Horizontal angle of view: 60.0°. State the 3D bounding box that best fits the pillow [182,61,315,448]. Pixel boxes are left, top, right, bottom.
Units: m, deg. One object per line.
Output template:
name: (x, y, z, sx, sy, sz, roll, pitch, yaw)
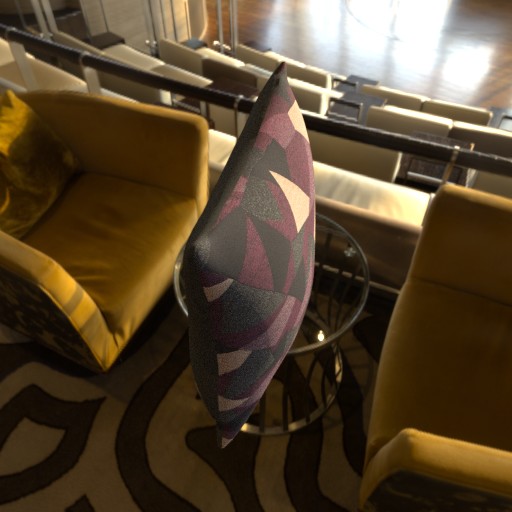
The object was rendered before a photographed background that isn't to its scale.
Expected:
pillow: (0.000, 0.000, 0.782, 0.208, 0.496, 0.503, 10, 47, 9)
